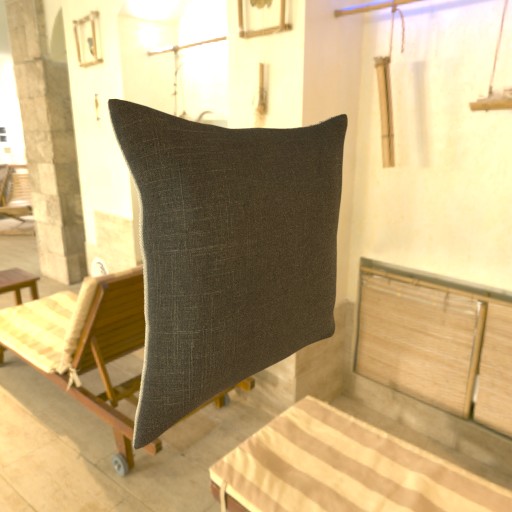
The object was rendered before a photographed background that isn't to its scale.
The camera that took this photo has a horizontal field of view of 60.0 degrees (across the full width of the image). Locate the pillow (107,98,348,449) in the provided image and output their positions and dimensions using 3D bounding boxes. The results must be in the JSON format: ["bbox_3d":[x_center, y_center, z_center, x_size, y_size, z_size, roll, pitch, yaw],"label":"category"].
[{"bbox_3d":[0.000,0.000,0.692,0.138,0.444,0.468,15,22,42],"label":"pillow"}]
